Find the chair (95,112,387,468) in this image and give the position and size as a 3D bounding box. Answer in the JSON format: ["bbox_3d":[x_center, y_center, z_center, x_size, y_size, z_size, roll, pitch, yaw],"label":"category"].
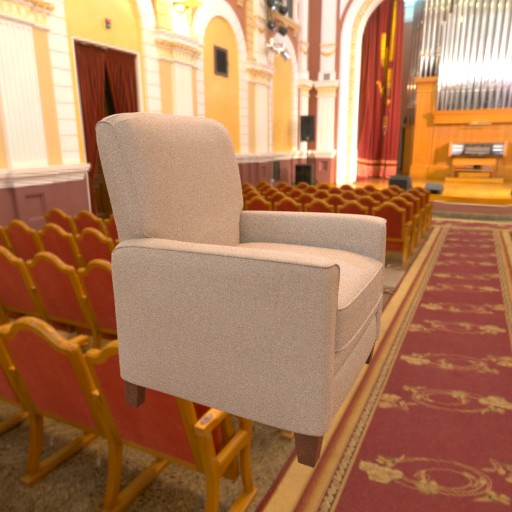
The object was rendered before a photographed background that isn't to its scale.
[{"bbox_3d":[0.000,0.000,1.652,0.858,1.023,0.841,7,16,26],"label":"chair"}]
